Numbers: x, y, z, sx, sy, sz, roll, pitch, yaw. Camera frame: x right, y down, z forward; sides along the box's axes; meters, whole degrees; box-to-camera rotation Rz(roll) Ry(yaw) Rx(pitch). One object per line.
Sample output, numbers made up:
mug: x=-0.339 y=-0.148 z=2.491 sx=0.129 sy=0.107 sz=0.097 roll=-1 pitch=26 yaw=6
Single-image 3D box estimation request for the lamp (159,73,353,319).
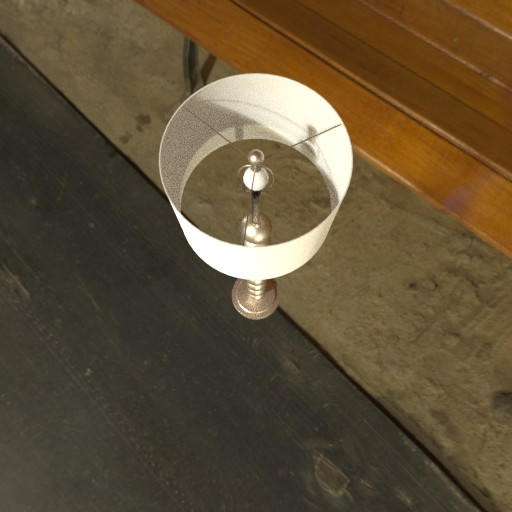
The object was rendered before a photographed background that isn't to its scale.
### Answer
lamp: x=0.000 y=0.000 z=1.595 sx=0.394 sy=1.474 sz=0.394 roll=7 pitch=74 yaw=2
